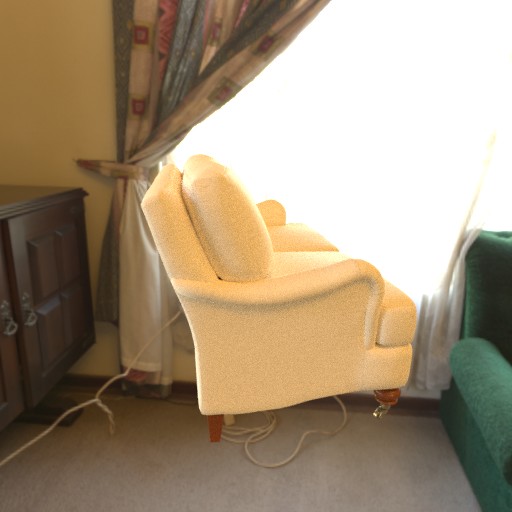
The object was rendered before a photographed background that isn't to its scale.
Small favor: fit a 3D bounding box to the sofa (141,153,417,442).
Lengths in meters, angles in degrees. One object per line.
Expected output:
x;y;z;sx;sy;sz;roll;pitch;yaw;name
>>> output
0.000;0.000;2.550;1.084;1.101;1.853;-2;15;-9;sofa
